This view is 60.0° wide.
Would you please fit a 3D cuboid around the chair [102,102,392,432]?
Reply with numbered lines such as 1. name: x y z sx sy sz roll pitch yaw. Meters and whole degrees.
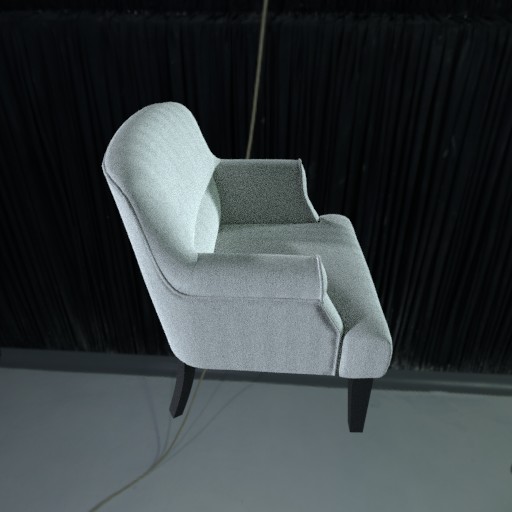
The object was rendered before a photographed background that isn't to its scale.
1. chair: 0.000 0.000 1.448 0.750 0.875 0.781 0 32 1
